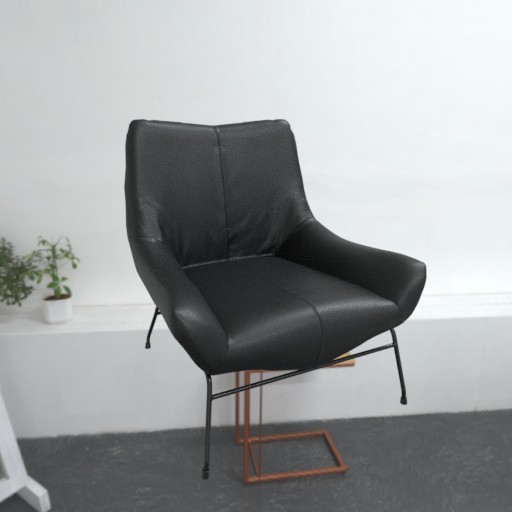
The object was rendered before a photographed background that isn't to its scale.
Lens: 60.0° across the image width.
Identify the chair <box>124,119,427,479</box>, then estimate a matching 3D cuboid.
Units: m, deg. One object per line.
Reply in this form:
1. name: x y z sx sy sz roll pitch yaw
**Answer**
1. chair: 0.000 0.000 1.555 0.836 0.922 0.826 -8 19 -26
